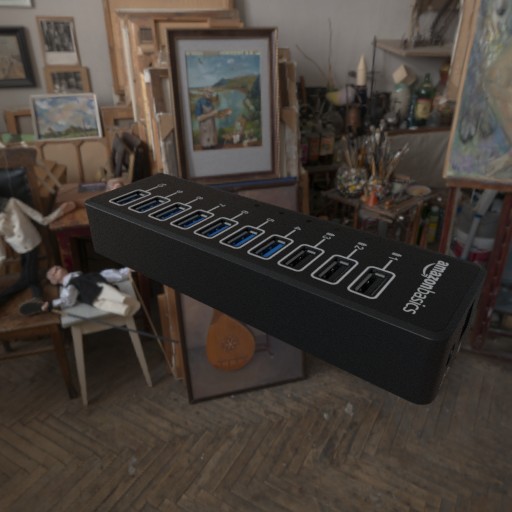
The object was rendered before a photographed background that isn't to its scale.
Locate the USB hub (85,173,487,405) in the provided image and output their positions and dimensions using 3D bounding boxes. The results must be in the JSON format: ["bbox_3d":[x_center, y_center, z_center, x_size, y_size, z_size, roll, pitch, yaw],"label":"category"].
[{"bbox_3d":[0.000,0.000,0.162,0.145,0.023,0.044,20,36,31],"label":"USB hub"}]
